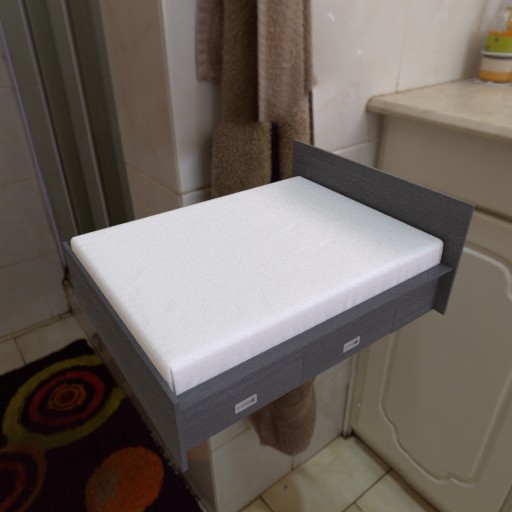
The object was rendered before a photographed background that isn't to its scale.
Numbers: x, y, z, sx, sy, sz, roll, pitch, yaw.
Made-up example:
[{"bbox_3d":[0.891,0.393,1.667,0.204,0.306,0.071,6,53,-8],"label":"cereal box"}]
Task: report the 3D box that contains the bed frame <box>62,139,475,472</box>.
[{"bbox_3d":[0.000,0.000,2.846,1.960,0.800,1.622,-20,36,-30],"label":"bed frame"}]
